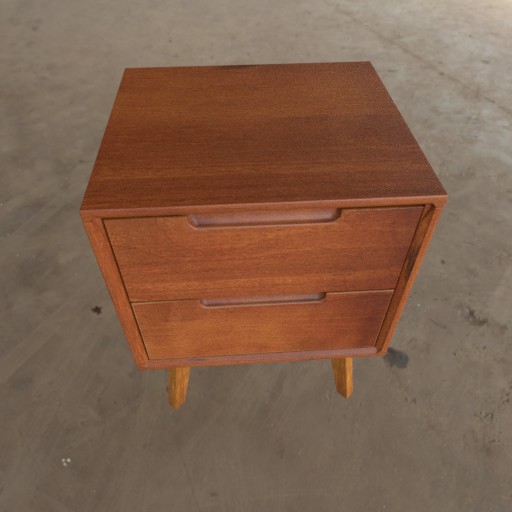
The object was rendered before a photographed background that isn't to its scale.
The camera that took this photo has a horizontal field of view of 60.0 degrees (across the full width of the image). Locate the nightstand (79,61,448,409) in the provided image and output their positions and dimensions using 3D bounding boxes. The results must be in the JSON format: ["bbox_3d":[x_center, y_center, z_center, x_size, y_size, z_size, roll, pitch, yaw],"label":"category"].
[{"bbox_3d":[0.000,0.000,0.912,0.460,0.618,0.411,-3,46,-3],"label":"nightstand"}]
